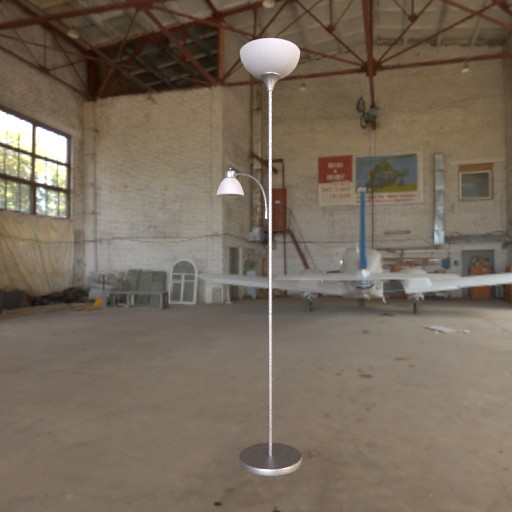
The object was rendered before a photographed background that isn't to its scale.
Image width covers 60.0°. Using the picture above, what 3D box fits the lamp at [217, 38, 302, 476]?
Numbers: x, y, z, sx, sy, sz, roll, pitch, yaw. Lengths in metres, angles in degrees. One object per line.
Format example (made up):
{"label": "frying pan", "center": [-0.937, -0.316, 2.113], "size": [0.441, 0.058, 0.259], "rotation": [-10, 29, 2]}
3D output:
{"label": "lamp", "center": [0.000, 0.000, 2.003], "size": [0.425, 1.804, 0.279], "rotation": [-1, -1, 35]}
